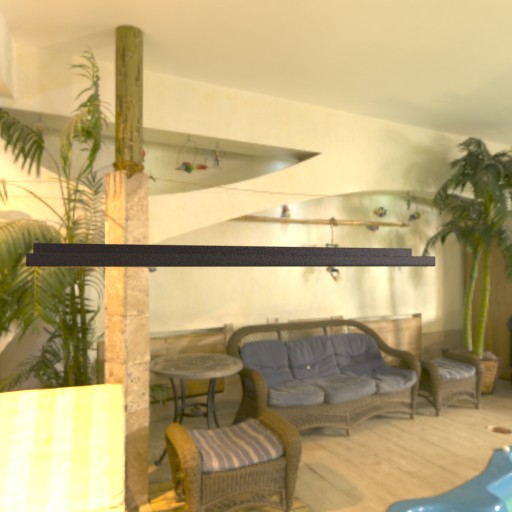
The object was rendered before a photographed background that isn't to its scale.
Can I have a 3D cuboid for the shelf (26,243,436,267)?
[{"bbox_3d":[0.000,0.000,1.007,0.924,0.049,0.092,0,-1,-19],"label":"shelf"}]
